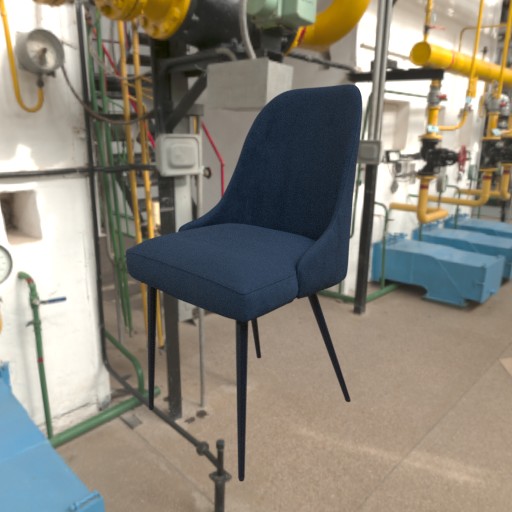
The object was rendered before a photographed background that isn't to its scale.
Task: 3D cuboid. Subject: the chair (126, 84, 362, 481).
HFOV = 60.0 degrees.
[{"bbox_3d":[0.000,0.000,1.198,0.559,0.896,0.478,-15,21,-43],"label":"chair"}]
